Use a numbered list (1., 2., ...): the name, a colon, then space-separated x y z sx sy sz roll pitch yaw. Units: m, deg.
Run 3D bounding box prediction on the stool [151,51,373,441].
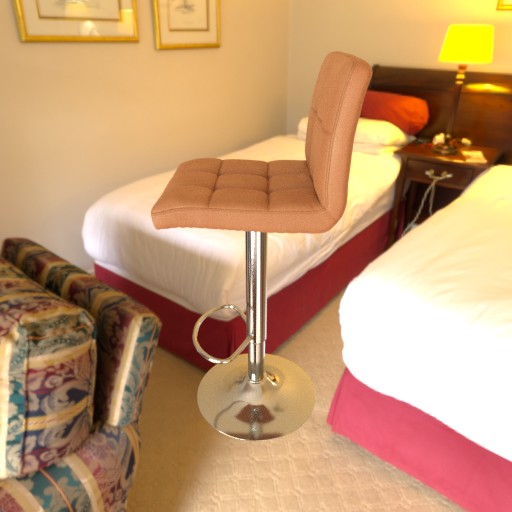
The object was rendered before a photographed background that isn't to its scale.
1. stool: 0.000 0.000 1.341 0.505 1.115 0.430 0 27 1
